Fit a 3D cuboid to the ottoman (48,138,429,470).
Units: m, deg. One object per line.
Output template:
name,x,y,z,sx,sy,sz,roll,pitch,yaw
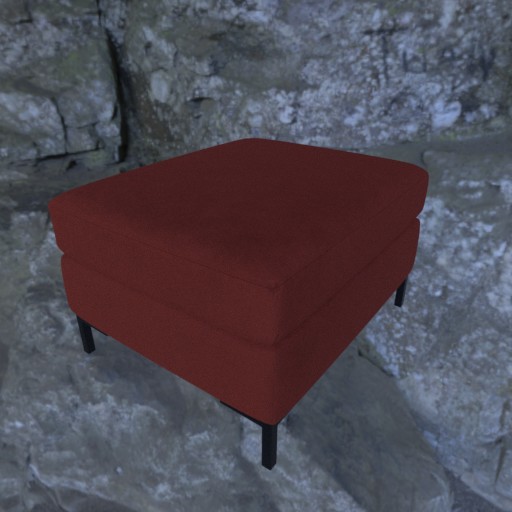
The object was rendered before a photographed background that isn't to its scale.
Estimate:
ottoman,0.000,0.000,1.190,0.650,0.462,0.782,19,33,32
